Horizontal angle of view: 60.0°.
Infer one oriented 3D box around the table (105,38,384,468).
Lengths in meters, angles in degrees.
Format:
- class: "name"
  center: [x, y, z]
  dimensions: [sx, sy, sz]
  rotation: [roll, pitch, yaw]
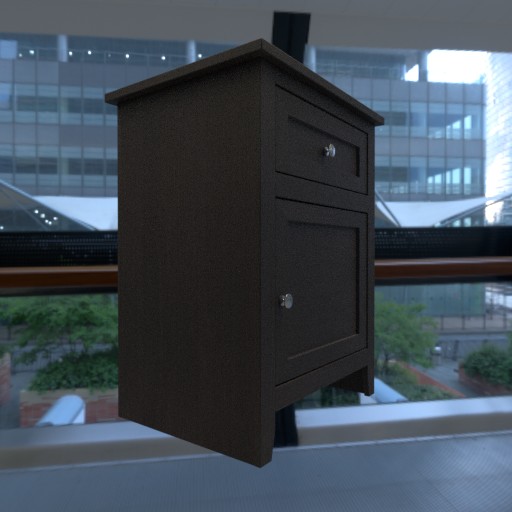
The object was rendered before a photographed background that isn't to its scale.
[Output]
- class: "table"
  center: [0.000, 0.000, 0.947]
  dimensions: [0.381, 0.635, 0.480]
  rotation: [0, 1, 37]
